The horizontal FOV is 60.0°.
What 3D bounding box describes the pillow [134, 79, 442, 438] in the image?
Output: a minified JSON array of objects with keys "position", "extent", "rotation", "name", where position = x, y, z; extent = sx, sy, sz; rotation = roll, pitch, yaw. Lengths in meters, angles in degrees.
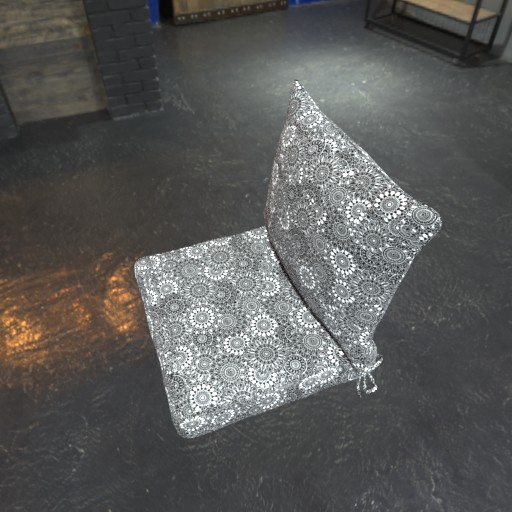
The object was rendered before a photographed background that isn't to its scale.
[{"position":[0.000,0.000,1.372],"extent":[0.740,0.722,0.798],"rotation":[-15,48,-15],"name":"pillow"}]
